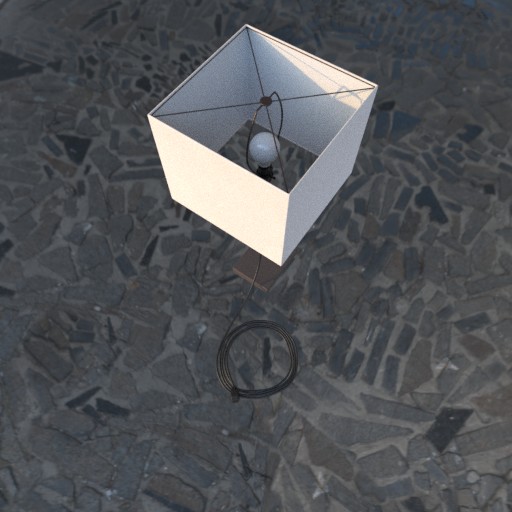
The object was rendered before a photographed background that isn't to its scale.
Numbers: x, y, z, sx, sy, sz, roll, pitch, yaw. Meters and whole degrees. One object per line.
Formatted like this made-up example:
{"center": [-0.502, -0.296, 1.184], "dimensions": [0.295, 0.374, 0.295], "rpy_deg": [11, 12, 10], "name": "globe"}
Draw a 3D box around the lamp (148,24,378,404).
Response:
{"center": [0.000, 0.000, 0.979], "dimensions": [0.399, 0.660, 0.504], "rpy_deg": [32, 68, 15], "name": "lamp"}
